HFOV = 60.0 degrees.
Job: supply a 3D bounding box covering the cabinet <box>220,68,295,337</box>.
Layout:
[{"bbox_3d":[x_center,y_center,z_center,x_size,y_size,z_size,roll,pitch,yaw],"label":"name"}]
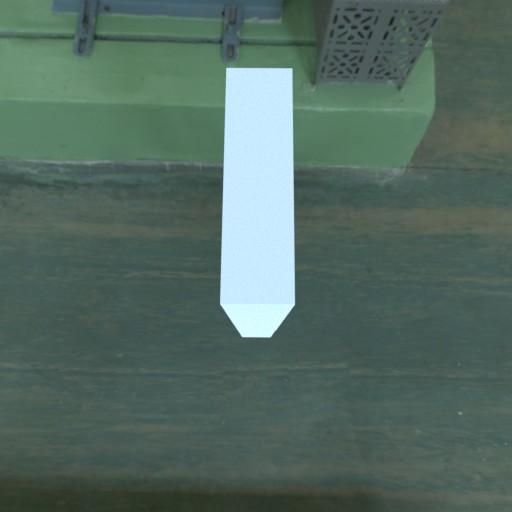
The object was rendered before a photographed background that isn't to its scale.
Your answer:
[{"bbox_3d":[0.000,0.000,1.995,0.192,1.770,0.643,0,77,0],"label":"cabinet"}]
